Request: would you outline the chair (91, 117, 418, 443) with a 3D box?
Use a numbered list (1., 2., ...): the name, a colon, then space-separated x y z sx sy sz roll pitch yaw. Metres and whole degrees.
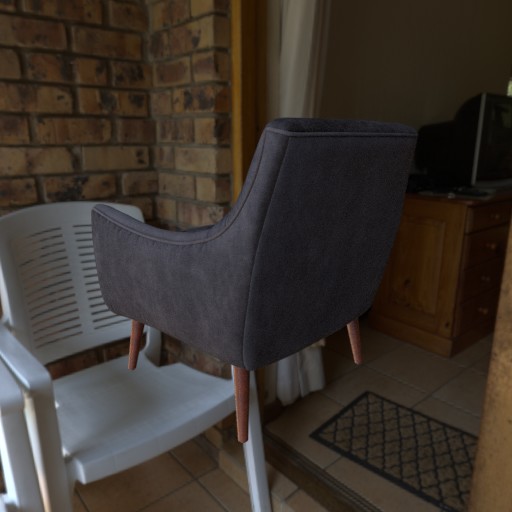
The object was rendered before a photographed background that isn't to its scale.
1. chair: 0.000 0.000 1.450 0.787 0.838 0.762 14 20 42
